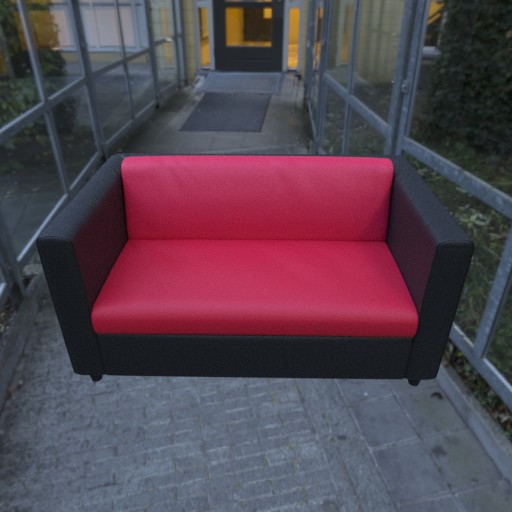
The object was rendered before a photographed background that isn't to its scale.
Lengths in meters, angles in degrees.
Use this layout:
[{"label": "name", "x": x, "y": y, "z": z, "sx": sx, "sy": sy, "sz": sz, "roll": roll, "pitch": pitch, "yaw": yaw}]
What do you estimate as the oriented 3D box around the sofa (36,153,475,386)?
[{"label": "sofa", "x": 0.000, "y": 0.000, "z": 1.915, "sx": 1.410, "sy": 0.735, "sz": 0.845, "roll": 1, "pitch": 31, "yaw": 1}]
